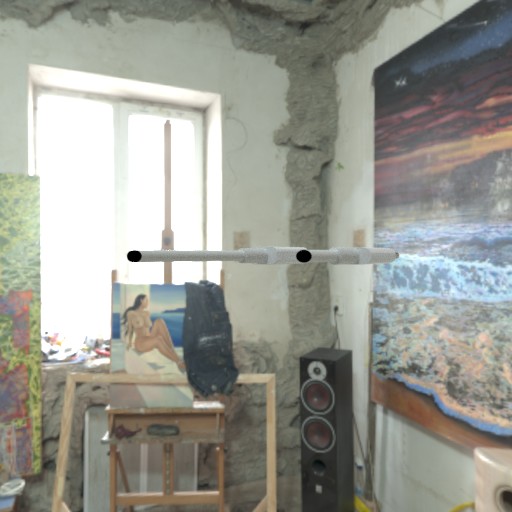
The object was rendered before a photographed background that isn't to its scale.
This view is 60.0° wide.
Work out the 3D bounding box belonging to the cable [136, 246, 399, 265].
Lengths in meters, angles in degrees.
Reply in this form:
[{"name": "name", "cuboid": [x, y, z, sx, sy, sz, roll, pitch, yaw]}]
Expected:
[{"name": "cable", "cuboid": [0.000, 0.000, 0.110, 0.040, 0.006, 0.098, 0, 0, 37]}]
